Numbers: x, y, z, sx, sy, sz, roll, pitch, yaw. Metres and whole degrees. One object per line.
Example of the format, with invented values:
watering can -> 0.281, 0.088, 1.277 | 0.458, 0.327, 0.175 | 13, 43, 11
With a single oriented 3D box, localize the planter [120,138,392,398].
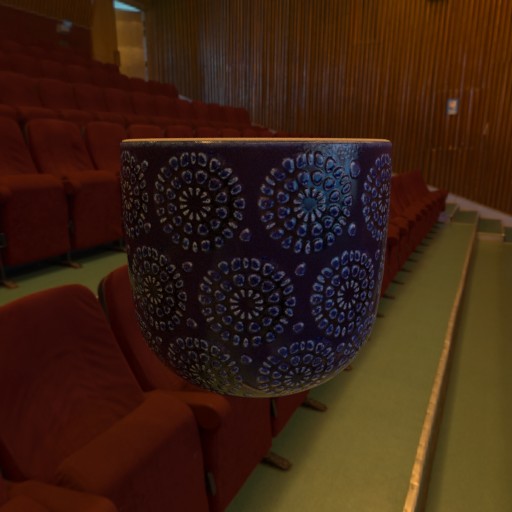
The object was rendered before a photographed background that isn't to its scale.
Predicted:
planter -> 0.000, 0.000, 0.295 | 0.165, 0.149, 0.165 | 0, 14, 0
